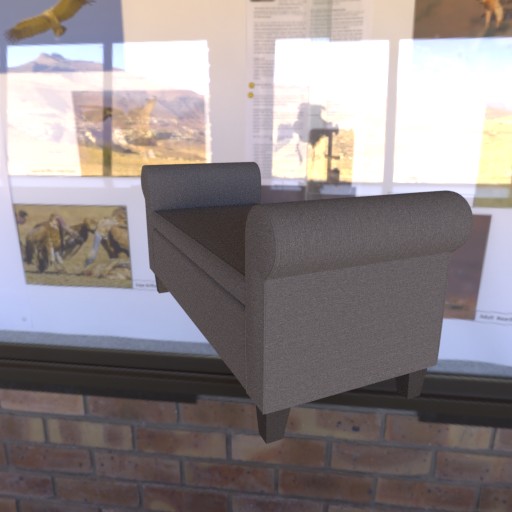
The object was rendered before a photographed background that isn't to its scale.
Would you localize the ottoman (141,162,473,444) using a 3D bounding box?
[{"bbox_3d":[0.000,0.000,1.502,0.521,0.547,1.256,-7,17,-24],"label":"ottoman"}]
